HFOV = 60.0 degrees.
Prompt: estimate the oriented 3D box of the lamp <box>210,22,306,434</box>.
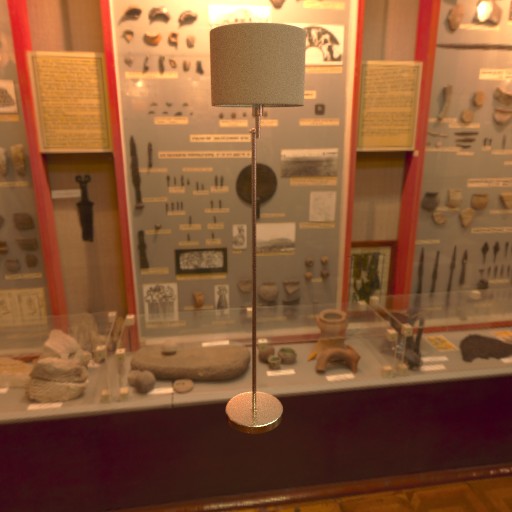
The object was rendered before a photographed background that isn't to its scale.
[{"bbox_3d":[0.000,0.000,1.768,0.324,1.600,0.416,-2,17,-7],"label":"lamp"}]
